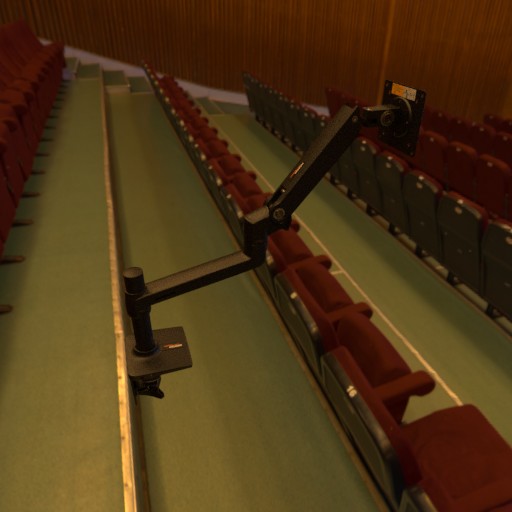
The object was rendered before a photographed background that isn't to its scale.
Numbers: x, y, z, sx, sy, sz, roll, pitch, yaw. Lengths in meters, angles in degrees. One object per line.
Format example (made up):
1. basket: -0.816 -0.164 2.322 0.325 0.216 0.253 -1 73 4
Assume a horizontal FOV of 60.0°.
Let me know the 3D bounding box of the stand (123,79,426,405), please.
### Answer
1. stand: 0.000 0.000 1.022 0.650 0.713 0.152 -9 32 -15
